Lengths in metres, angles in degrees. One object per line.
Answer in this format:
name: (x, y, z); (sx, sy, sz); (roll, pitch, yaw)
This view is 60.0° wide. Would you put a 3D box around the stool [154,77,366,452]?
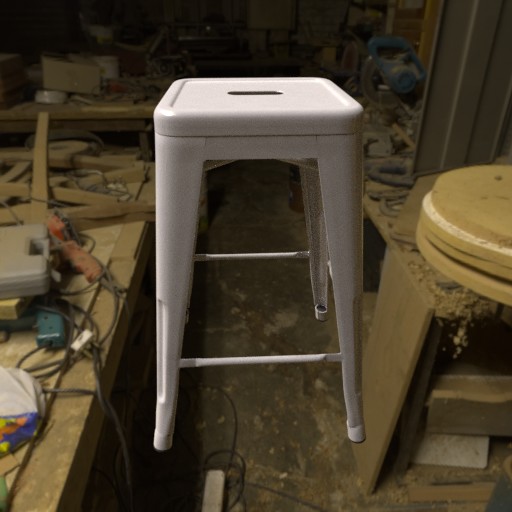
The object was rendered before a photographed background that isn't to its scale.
stool: (0.000, 0.000, 0.860); (0.406, 0.610, 0.406); (-1, 30, -3)
